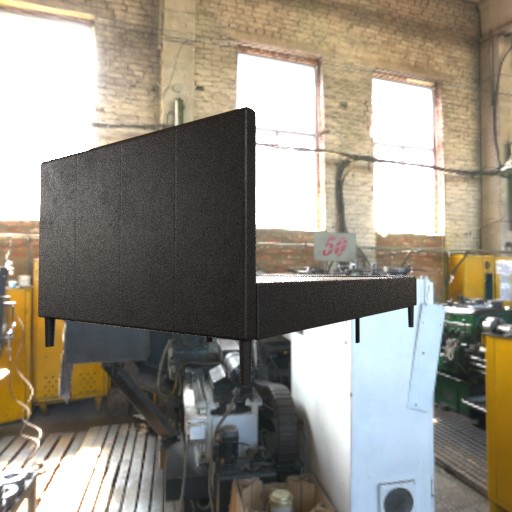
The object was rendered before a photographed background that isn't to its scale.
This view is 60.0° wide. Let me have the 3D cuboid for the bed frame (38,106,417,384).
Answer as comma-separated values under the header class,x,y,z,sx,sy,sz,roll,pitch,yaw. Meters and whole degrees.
class,x,y,z,sx,sy,sz,roll,pitch,yaw
bed frame,0.000,0.000,2.937,1.469,1.046,2.152,-1,-2,36
